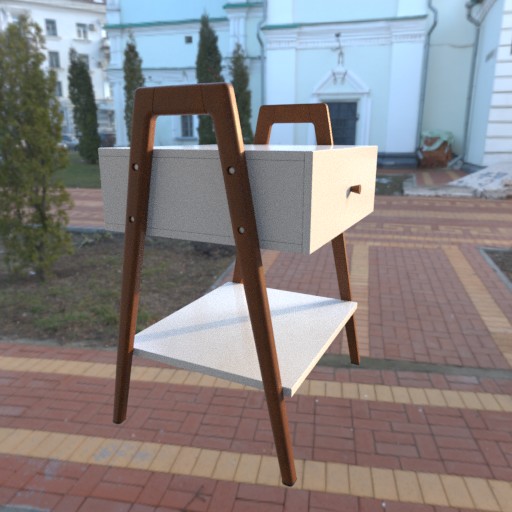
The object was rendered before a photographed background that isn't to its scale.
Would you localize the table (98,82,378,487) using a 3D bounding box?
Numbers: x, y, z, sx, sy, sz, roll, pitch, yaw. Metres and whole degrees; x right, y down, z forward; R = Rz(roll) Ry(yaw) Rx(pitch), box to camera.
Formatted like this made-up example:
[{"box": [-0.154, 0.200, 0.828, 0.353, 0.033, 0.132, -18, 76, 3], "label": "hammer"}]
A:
[{"box": [0.000, 0.000, 0.897, 0.405, 0.610, 0.457, 7, 17, 25], "label": "table"}]
